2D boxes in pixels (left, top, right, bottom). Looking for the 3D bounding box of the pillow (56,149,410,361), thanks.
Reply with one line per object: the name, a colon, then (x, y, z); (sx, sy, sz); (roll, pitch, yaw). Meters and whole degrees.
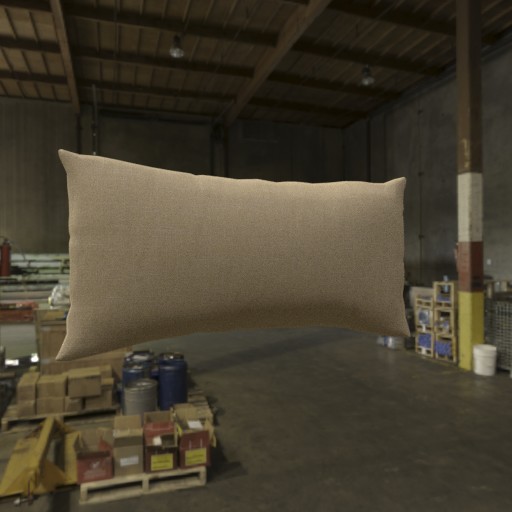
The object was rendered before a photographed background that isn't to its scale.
pillow: (0.000, 0.000, 0.739); (0.612, 0.308, 0.148); (0, 0, -19)
